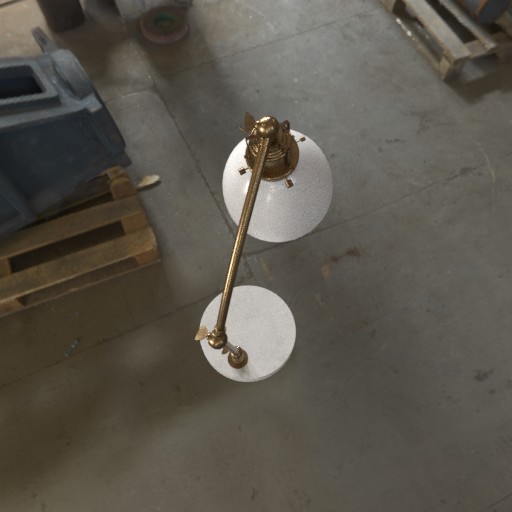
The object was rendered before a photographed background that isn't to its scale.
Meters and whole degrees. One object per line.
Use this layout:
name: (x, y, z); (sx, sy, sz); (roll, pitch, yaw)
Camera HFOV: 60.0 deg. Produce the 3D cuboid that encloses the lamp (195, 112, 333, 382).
lamp: (0.000, 0.000, 0.660); (0.186, 0.522, 0.317); (18, 65, 8)
